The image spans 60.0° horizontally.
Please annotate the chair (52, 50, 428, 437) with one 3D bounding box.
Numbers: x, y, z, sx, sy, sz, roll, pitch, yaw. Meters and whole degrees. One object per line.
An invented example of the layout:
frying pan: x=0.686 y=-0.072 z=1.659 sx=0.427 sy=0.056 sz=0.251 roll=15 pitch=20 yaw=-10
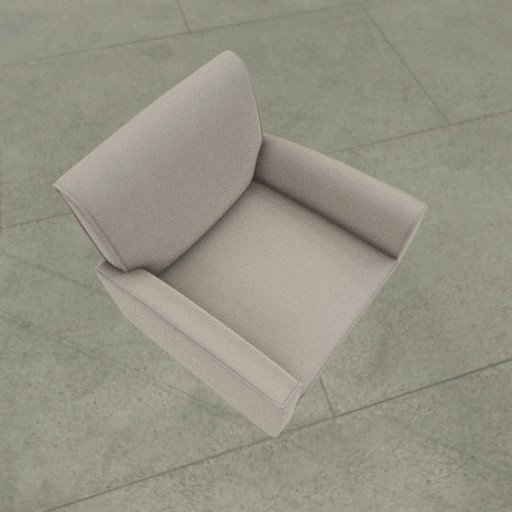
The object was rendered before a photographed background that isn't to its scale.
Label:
chair: x=0.000 y=0.000 z=1.559 sx=0.820 sy=0.915 sz=0.820 roll=34 pitch=65 yaw=18
